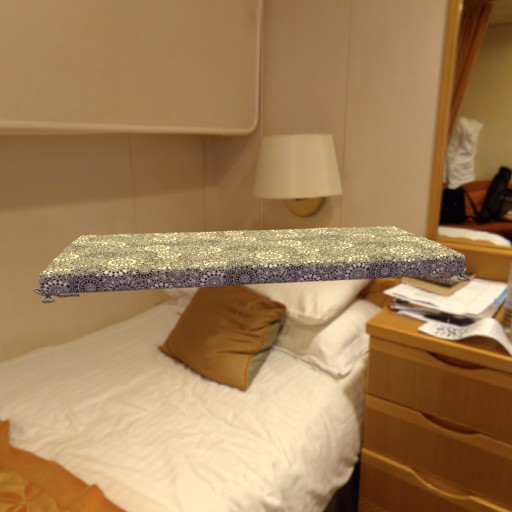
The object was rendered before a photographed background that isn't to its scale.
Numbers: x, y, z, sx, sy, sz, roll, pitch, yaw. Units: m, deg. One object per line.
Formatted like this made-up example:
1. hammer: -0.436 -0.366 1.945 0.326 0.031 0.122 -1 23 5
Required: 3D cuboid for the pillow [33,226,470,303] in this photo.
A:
1. pillow: 0.000 0.000 1.366 1.187 0.081 0.492 -2 15 -9
